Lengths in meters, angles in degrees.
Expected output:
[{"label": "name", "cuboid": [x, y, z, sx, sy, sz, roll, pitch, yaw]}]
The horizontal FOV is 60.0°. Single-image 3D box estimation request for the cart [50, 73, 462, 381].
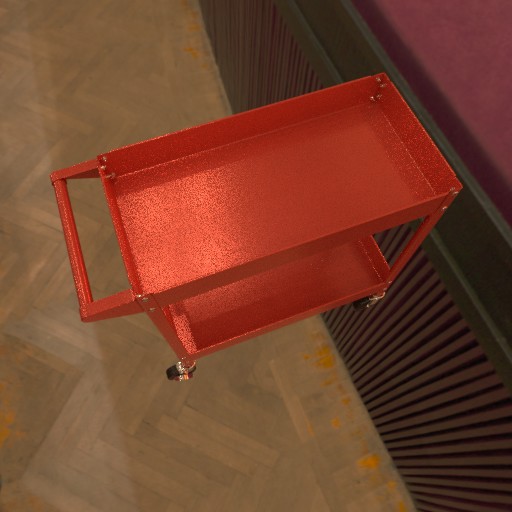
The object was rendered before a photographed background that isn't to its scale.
[{"label": "cart", "cuboid": [0.000, 0.000, 1.210, 0.779, 0.719, 0.366, -19, 66, -9]}]
